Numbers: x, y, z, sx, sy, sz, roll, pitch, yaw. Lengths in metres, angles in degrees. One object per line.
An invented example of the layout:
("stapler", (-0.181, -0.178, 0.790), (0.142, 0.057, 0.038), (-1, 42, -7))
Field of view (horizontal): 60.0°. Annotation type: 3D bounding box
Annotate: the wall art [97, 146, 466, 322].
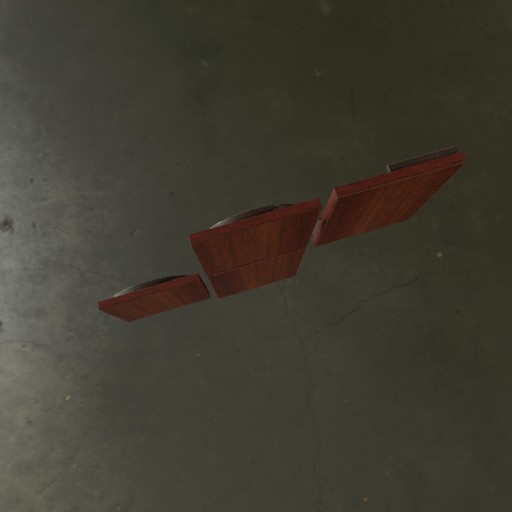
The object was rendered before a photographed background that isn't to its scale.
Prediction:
("wall art", (0.000, 0.000, 0.868), (0.635, 0.497, 0.030), (-16, 76, -4))
